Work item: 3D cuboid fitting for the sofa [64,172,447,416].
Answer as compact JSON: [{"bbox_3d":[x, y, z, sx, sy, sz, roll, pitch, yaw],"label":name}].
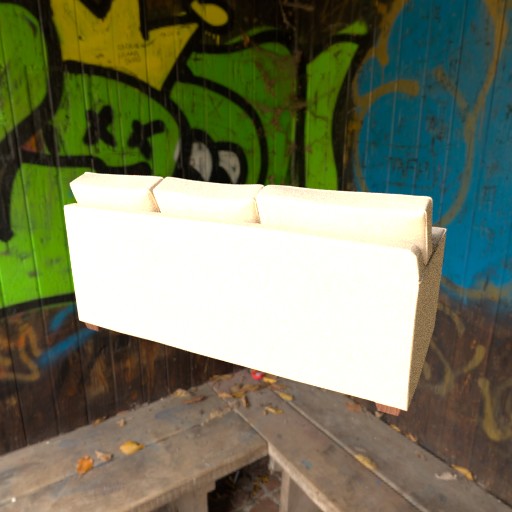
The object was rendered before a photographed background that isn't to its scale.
[{"bbox_3d":[0.000,0.000,2.591,1.962,0.946,1.034,8,18,26],"label":"sofa"}]
